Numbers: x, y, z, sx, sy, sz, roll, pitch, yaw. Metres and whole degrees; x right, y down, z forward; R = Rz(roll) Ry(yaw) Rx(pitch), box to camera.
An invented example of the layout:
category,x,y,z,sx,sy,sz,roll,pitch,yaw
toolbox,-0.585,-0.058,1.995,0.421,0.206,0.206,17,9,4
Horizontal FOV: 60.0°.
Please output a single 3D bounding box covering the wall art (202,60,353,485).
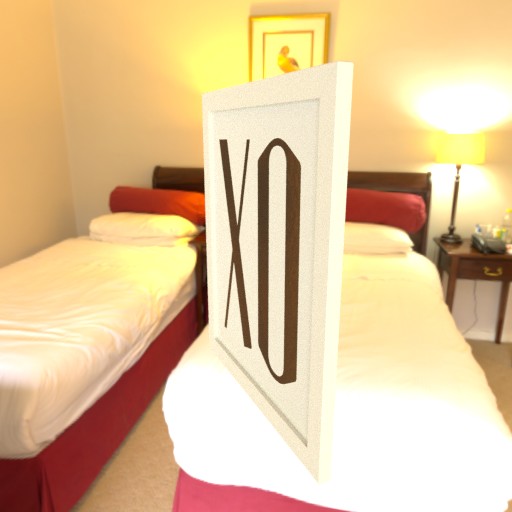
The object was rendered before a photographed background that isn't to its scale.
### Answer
category,x,y,z,sx,sy,sz,roll,pitch,yaw
wall art,0.000,0.000,0.731,0.020,0.536,0.444,-7,17,-24
